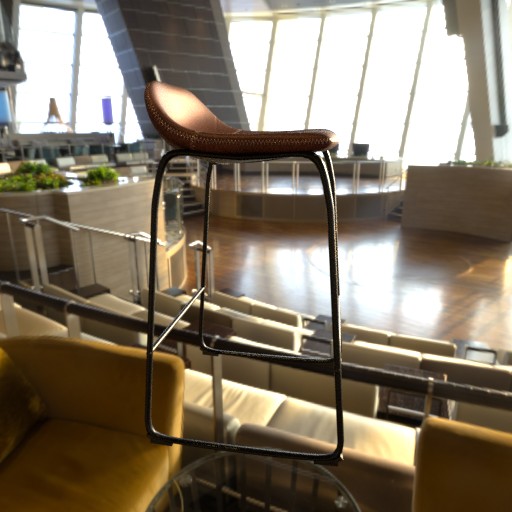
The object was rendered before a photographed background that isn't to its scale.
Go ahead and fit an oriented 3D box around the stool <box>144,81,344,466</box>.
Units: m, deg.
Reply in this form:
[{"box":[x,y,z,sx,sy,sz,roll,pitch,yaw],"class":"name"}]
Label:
[{"box":[0.000,0.000,1.125,0.473,0.830,0.454,3,17,10],"class":"stool"}]
